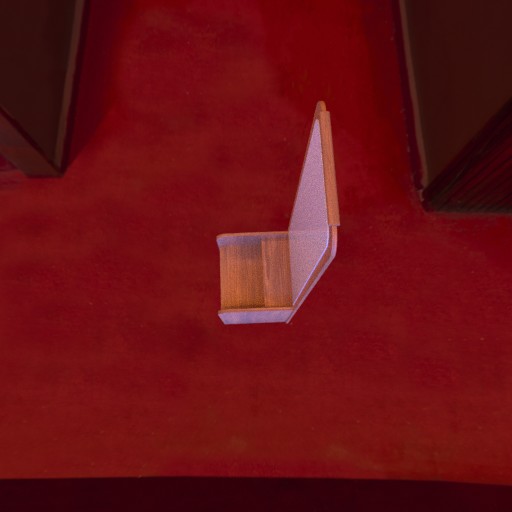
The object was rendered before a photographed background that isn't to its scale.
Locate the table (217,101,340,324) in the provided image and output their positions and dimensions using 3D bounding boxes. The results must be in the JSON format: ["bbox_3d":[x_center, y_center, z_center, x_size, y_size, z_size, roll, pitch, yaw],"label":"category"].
[{"bbox_3d":[0.000,0.000,2.026,0.420,1.830,0.450,-2,76,-1],"label":"table"}]
